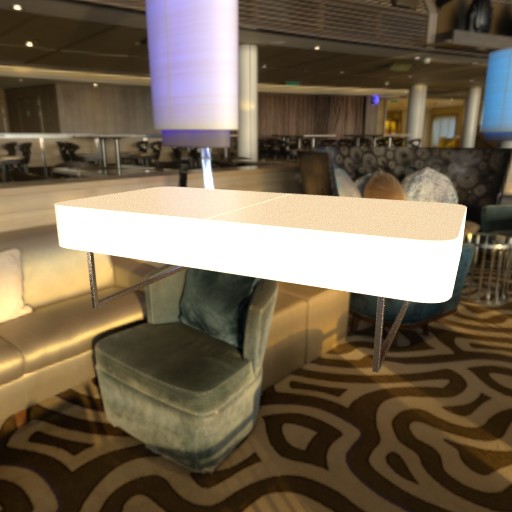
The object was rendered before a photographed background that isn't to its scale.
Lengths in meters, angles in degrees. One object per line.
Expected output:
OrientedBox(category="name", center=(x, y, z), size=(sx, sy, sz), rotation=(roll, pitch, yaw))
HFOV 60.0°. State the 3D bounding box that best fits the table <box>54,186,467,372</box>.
OrientedBox(category="table", center=(0.000, 0.000, 1.450), size=(1.200, 0.340, 0.600), rotation=(7, 17, 26))
